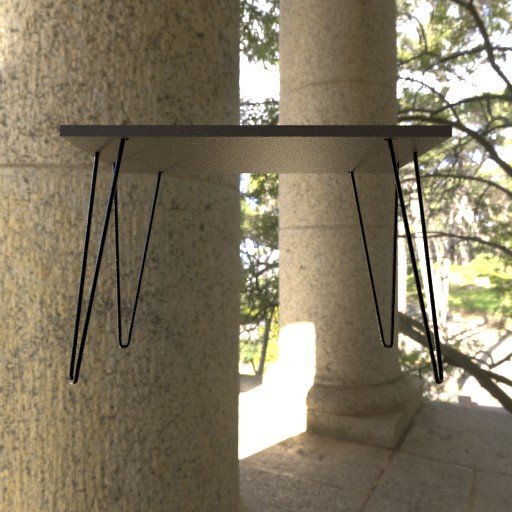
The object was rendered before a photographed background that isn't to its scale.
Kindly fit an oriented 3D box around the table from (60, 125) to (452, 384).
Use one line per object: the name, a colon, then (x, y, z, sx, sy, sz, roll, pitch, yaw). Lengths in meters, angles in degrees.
table: (0.000, 0.000, 1.367, 0.991, 0.660, 0.499, 0, 0, 0)
